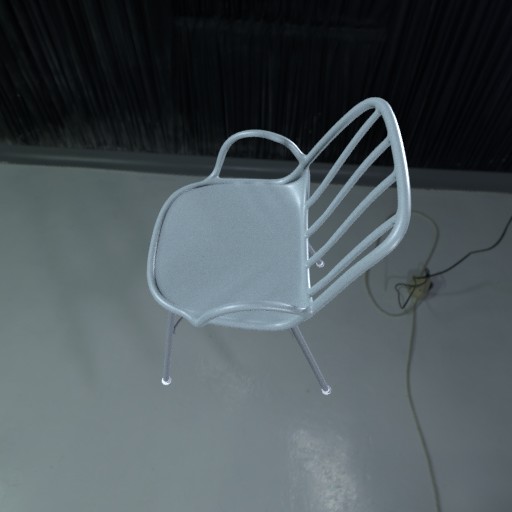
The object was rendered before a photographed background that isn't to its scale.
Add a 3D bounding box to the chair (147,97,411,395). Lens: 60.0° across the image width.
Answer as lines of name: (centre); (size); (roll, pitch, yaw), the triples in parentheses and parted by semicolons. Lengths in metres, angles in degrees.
chair: (0.000, 0.000, 1.229); (0.597, 0.816, 0.549); (2, 57, 1)
